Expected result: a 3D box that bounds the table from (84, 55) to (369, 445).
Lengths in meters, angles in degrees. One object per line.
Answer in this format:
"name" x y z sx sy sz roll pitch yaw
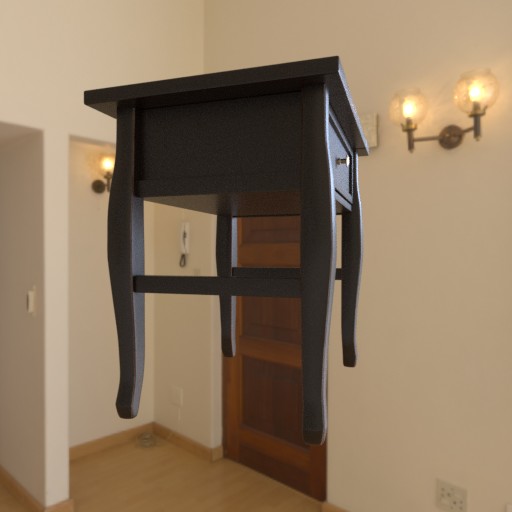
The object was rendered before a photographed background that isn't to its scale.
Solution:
"table" 0.000 0.000 1.018 0.460 0.604 0.602 0 0 18
